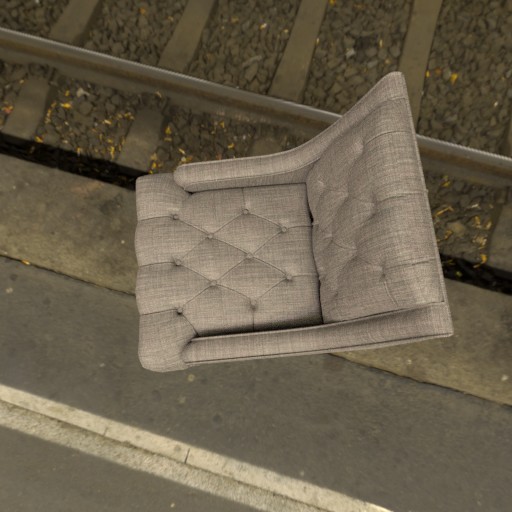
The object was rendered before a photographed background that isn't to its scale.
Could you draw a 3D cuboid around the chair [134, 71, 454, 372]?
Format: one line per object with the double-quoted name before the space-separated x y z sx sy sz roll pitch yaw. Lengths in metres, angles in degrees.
"chair" 0.000 0.000 1.395 0.771 0.891 0.655 -5 76 -1
